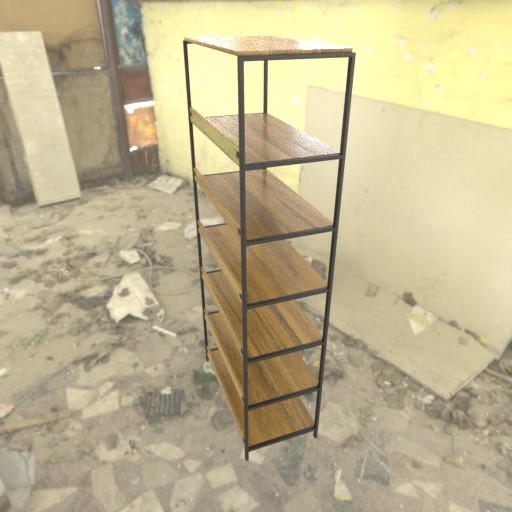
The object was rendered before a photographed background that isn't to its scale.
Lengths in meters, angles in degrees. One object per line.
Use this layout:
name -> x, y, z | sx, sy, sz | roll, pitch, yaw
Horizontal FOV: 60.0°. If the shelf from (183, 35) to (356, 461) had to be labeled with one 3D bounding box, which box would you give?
shelf -> 0.000, 0.000, 2.312 | 0.431, 2.015, 0.847 | -10, 31, -18
